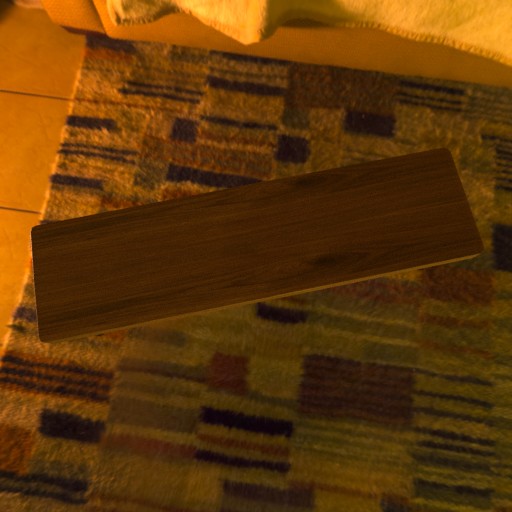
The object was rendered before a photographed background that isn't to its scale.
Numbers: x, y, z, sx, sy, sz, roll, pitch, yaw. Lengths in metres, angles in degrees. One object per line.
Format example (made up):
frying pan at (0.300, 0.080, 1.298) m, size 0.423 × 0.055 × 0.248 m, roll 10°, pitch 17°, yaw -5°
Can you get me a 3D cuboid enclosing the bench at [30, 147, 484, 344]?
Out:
bench at (0.000, 0.000, 1.796) m, size 1.570 × 0.462 × 0.425 m, roll -11°, pitch 75°, yaw -3°
